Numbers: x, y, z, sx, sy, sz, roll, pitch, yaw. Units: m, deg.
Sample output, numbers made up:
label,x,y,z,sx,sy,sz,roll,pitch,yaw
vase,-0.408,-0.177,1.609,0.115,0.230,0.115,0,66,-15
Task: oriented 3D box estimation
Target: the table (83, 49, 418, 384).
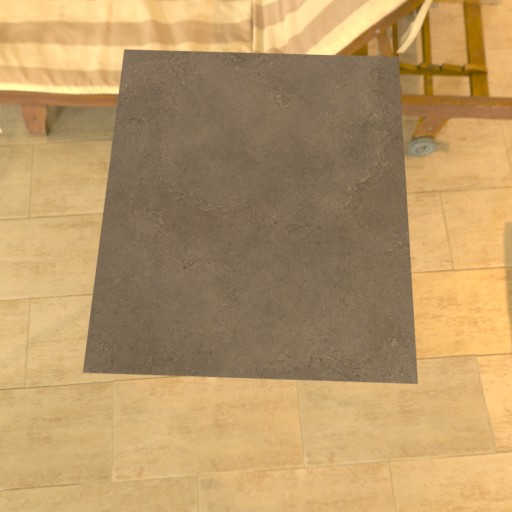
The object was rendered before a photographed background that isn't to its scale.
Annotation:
label,x,y,z,sx,sy,sz,roll,pitch,yaw
table,0.000,0.000,1.519,0.700,1.020,0.800,2,75,0
